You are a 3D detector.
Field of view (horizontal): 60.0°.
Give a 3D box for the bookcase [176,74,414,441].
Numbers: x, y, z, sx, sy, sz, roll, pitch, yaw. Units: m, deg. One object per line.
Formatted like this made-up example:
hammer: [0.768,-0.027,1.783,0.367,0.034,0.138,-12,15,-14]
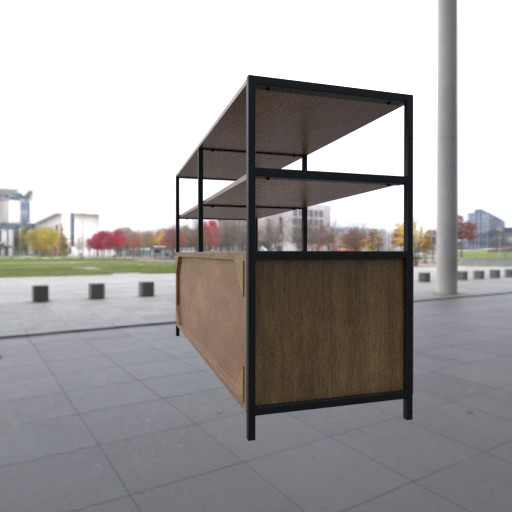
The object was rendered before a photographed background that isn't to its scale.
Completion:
bookcase: [0.000,0.000,1.465,0.391,0.712,1.149,0,0,-17]
